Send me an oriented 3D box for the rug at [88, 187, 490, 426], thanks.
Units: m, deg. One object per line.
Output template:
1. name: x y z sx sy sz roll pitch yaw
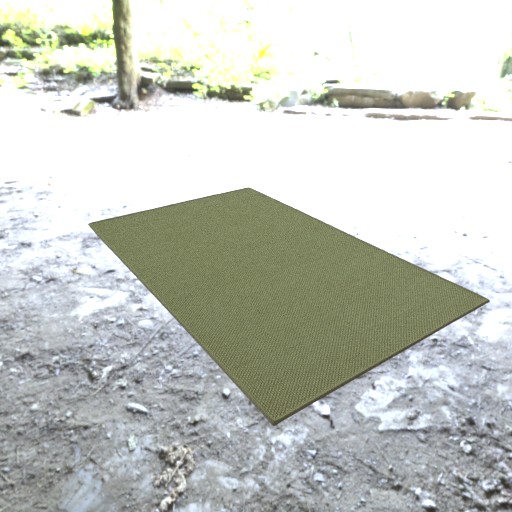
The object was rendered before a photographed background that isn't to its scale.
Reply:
1. rug: 0.000 0.000 2.068 1.067 0.013 1.676 -18 32 -31
